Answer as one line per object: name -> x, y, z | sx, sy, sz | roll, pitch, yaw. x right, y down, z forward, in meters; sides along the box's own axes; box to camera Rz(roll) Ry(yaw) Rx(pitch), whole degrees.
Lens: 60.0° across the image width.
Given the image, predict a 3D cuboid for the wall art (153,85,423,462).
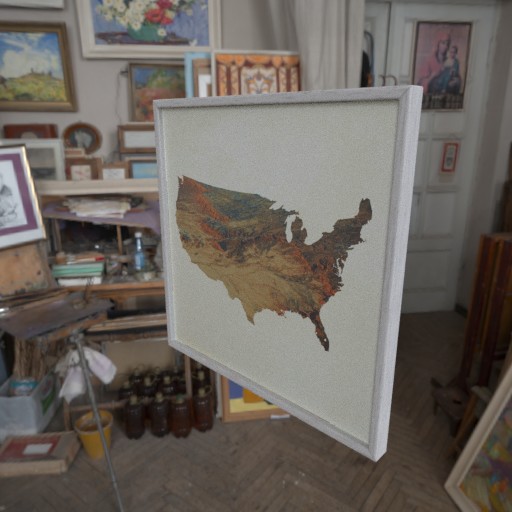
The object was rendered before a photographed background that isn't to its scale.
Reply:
wall art -> 0.000, 0.000, 1.881 | 1.287, 1.288, 0.078 | 16, 23, 42
